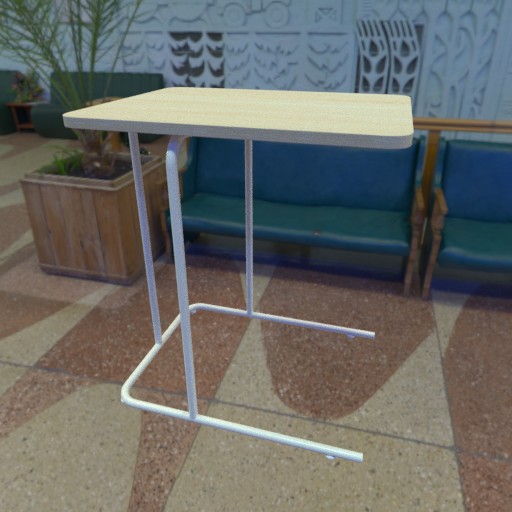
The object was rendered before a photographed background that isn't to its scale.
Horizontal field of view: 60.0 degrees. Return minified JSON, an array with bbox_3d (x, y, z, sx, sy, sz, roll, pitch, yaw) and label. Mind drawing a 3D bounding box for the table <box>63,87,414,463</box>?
[{"bbox_3d":[0.000,0.000,0.840,0.480,0.550,0.370,8,28,15],"label":"table"}]
